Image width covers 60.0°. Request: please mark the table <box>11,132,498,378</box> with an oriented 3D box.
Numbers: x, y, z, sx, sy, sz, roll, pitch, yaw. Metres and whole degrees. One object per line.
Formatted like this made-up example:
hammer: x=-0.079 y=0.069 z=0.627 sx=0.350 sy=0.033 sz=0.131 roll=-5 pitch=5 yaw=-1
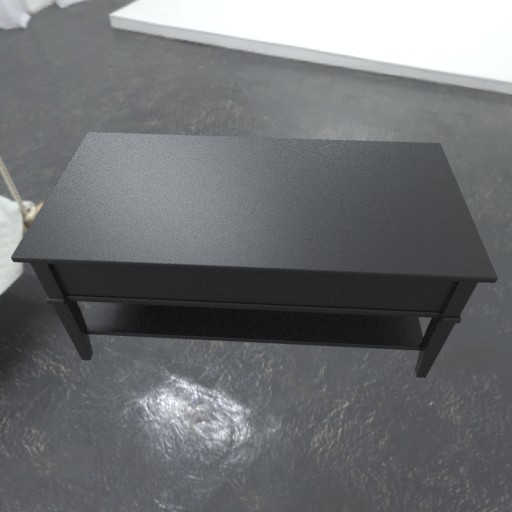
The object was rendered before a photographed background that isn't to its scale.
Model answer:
table: x=0.000 y=0.000 z=1.296 sx=1.044 sy=0.470 sz=0.523 roll=2 pitch=46 yaw=2
